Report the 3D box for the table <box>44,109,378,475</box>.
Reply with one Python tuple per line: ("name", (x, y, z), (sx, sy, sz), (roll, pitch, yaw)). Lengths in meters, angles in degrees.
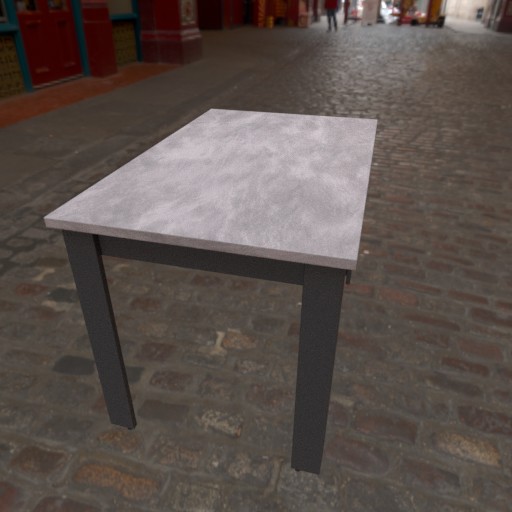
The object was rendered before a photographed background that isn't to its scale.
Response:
("table", (0.000, 0.000, 1.569), (0.700, 0.734, 1.100), (8, 32, 13))
